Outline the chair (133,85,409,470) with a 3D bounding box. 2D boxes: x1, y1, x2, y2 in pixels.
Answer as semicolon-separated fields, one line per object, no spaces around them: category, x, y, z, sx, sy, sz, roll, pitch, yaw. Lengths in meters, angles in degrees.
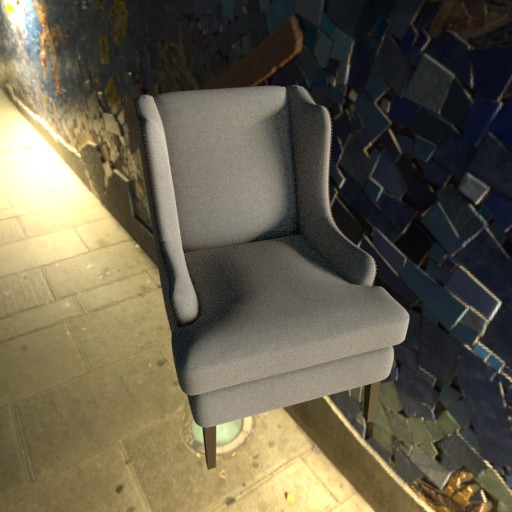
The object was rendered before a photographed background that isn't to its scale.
chair;0.000;0.000;1.636;0.737;1.029;0.940;-10;33;-15
